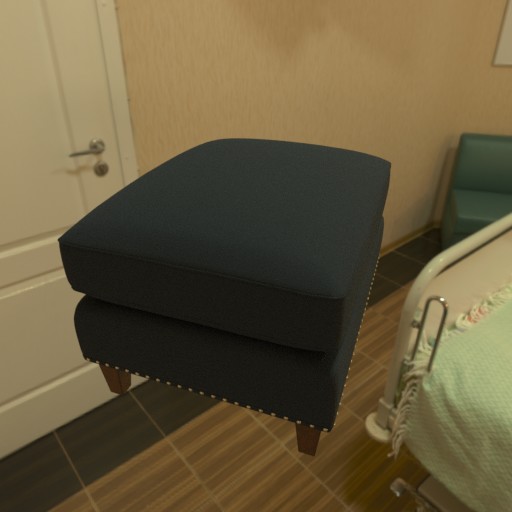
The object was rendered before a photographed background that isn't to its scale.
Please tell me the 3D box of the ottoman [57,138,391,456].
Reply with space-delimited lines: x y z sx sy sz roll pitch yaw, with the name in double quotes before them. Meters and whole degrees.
"ottoman" 0.000 0.000 1.156 0.584 0.513 0.741 11 32 18
